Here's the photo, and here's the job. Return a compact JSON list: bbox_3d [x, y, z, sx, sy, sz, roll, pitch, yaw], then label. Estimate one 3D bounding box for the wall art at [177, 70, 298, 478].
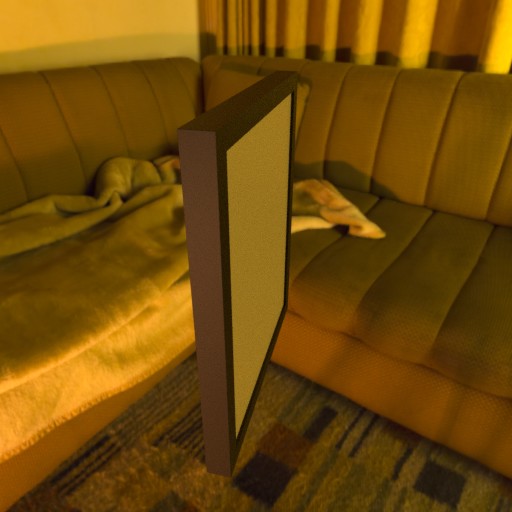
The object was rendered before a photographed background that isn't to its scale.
[{"bbox_3d":[0.000,0.000,0.540,0.029,0.381,0.330,7,30,13],"label":"wall art"}]
